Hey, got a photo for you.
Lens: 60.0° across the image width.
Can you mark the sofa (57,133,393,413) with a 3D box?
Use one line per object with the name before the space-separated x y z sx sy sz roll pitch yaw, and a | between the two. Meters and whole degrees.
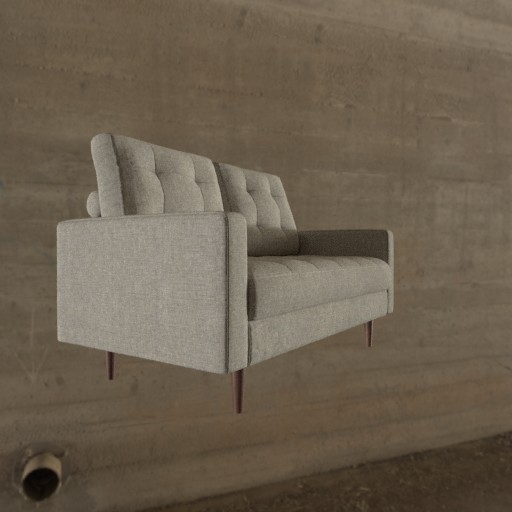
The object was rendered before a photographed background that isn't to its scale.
sofa | 0.000 0.000 1.938 0.842 0.907 1.407 1 1 34
